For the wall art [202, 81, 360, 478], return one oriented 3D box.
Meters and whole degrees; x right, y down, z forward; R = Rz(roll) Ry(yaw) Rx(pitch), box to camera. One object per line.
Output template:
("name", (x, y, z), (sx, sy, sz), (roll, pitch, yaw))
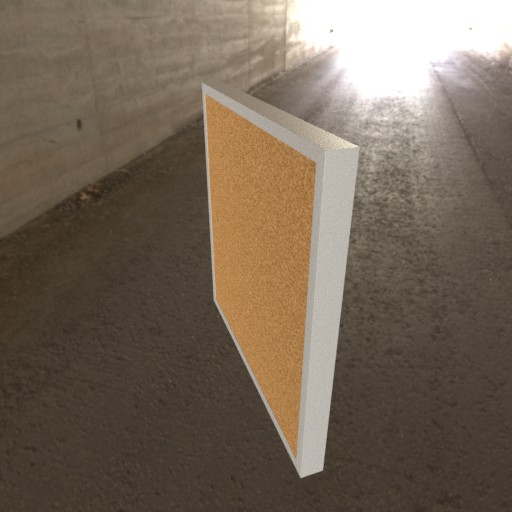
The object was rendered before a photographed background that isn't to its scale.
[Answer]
("wall art", (0.000, 0.000, 0.769), (0.038, 0.505, 0.506), (-10, 30, -17))
